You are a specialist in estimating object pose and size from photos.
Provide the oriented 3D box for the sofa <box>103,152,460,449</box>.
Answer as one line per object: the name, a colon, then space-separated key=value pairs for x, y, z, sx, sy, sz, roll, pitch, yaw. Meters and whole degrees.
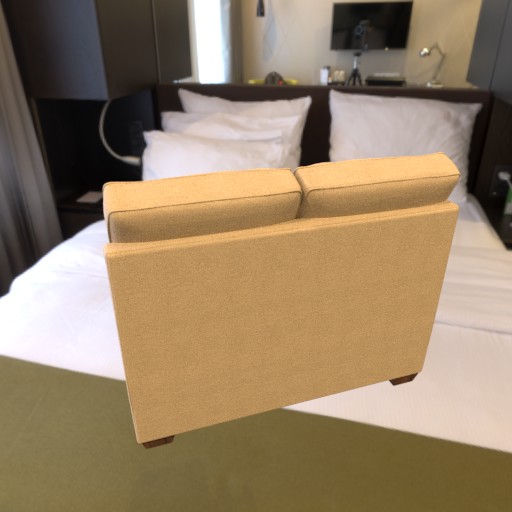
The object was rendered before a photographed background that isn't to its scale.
sofa: x=0.000 y=0.000 z=1.971 sx=1.232 sy=1.006 sz=0.978 roll=-8 pitch=28 yaw=-16
